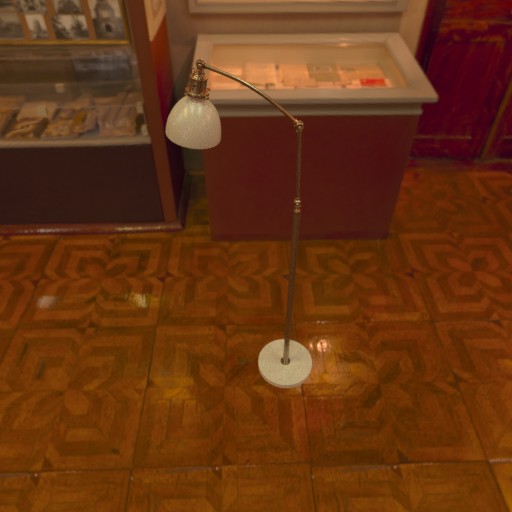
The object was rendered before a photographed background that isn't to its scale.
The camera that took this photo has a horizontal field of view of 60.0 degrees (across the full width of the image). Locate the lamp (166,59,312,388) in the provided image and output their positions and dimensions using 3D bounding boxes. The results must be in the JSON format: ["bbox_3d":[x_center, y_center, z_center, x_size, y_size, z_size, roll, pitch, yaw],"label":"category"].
[{"bbox_3d":[0.000,0.000,1.855,0.599,1.586,0.288,0,43,0],"label":"lamp"}]
